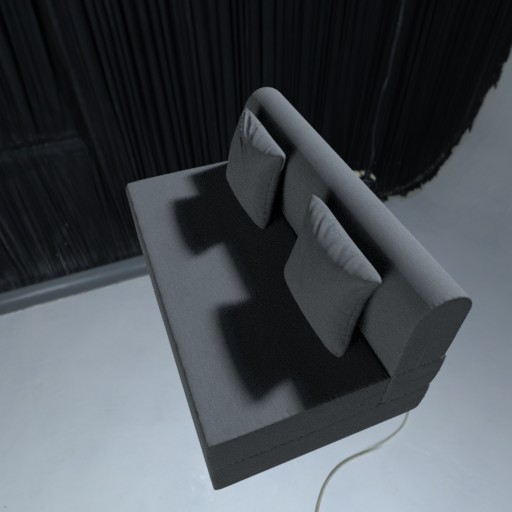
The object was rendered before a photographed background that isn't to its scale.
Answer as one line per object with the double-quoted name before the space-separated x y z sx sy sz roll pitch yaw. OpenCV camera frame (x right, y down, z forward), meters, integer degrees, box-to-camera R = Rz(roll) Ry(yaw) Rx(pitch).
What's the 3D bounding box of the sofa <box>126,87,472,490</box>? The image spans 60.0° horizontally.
"sofa" 0.000 0.000 1.637 0.762 0.670 1.225 -16 48 -15
